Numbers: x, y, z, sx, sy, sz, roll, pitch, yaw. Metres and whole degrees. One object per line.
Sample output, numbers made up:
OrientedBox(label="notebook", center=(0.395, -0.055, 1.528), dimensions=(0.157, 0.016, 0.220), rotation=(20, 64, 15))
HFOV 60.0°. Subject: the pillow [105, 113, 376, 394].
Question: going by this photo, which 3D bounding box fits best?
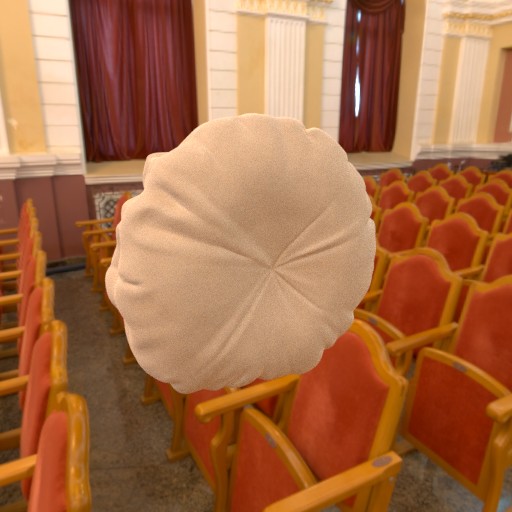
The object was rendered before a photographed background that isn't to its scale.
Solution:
OrientedBox(label="pillow", center=(0.000, 0.000, 0.664), dimensions=(0.428, 0.407, 0.148), rotation=(-8, 18, -26))
